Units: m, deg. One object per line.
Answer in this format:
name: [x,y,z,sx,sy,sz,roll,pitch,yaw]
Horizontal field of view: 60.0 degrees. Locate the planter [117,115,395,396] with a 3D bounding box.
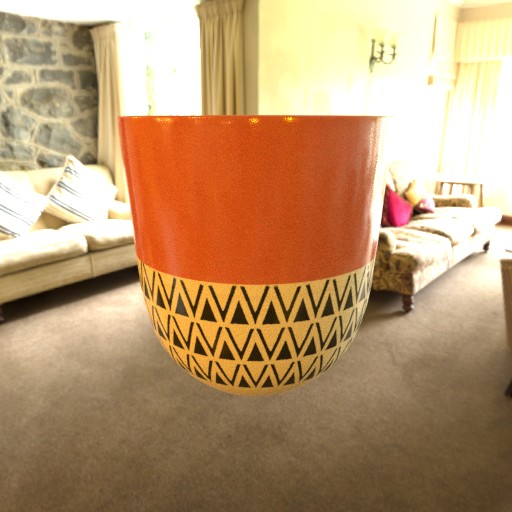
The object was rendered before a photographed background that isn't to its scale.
planter: [0.000,0.000,0.356,0.195,0.214,0.195,0,17,0]
